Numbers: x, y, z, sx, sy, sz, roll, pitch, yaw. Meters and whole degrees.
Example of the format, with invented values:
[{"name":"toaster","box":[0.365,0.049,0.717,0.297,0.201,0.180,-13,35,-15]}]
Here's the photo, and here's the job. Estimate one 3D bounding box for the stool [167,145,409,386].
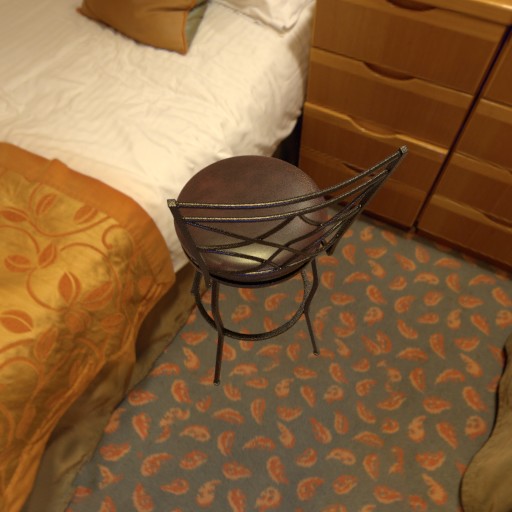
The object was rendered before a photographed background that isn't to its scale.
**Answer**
[{"name":"stool","box":[0.000,0.000,1.331,0.434,1.117,0.534,-14,58,-9]}]
